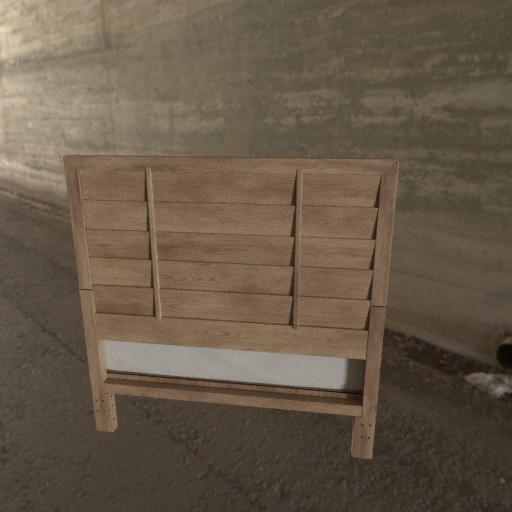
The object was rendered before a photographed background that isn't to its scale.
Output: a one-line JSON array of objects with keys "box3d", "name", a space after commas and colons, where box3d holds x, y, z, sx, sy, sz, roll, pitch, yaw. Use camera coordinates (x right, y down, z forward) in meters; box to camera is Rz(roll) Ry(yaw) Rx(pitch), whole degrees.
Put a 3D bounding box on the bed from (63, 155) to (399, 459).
[{"box3d": [0.000, 0.000, 3.369, 1.626, 1.626, 2.197, 2, 17, 8], "name": "bed"}]
